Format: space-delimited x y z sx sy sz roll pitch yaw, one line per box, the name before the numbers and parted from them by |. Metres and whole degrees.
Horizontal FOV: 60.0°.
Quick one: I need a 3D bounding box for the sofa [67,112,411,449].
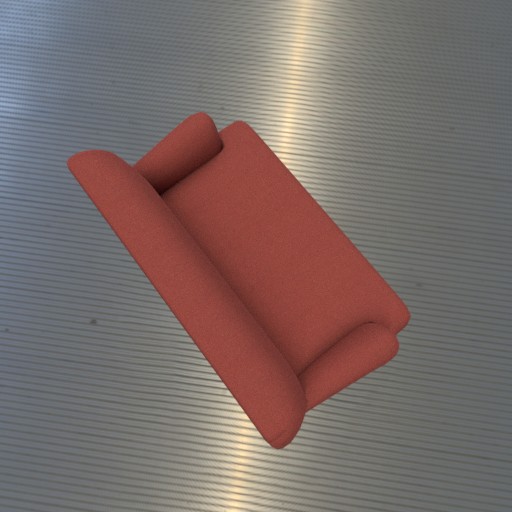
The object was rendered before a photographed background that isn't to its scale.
sofa | 0.000 0.000 1.863 0.779 0.889 1.297 -37 78 -9
